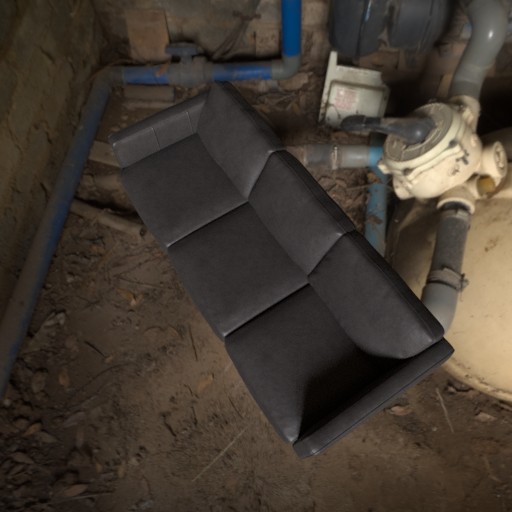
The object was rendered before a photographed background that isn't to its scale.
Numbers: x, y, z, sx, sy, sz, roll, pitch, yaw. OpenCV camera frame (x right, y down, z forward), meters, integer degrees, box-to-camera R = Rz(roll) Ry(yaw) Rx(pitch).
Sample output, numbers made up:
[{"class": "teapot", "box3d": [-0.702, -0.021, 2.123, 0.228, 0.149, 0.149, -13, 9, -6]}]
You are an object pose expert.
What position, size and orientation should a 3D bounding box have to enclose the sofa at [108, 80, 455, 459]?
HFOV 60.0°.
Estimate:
[{"class": "sofa", "box3d": [0.000, 0.000, 3.026, 1.045, 1.006, 2.464, -30, 67, -14]}]
